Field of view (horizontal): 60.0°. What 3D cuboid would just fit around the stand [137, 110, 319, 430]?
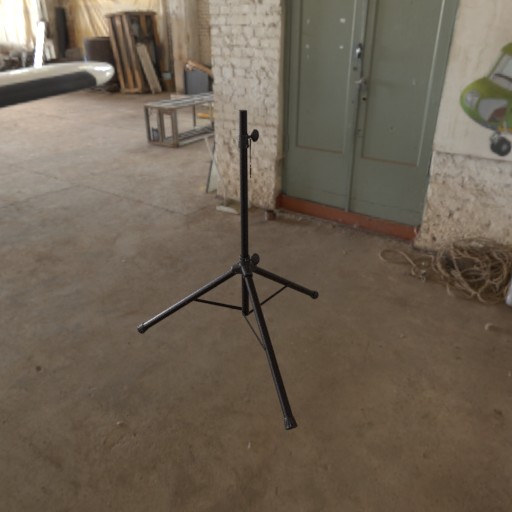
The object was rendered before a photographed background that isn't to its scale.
[{"bbox_3d":[0.000,0.000,1.870,1.045,1.136,0.907,-8,28,-16],"label":"stand"}]
